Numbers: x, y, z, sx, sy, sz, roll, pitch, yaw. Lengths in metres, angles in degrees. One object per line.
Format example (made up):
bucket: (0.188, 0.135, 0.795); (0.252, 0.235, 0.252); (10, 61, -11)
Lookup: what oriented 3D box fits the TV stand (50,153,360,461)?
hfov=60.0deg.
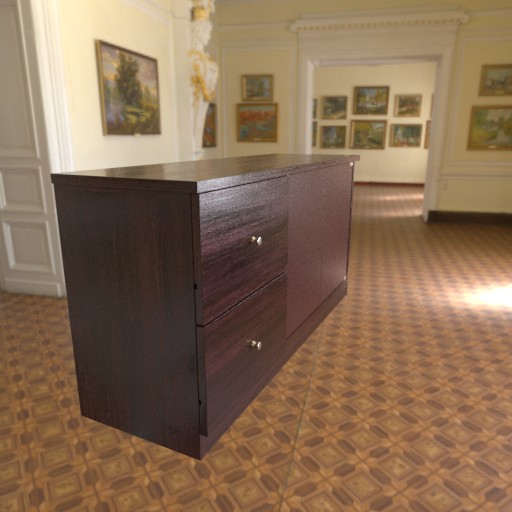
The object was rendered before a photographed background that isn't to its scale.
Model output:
TV stand: (0.000, 0.000, 1.472); (0.404, 0.614, 1.192); (8, 17, 26)
